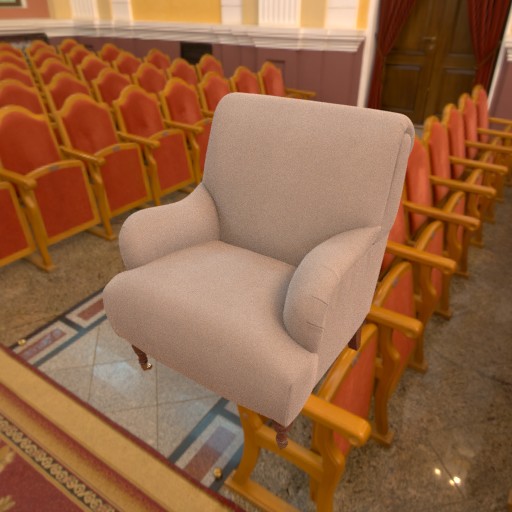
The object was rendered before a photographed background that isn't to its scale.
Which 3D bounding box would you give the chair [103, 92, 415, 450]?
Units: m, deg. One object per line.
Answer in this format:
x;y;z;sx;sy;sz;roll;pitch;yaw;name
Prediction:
0.000;0.000;1.550;0.766;0.942;0.842;19;35;29;chair
